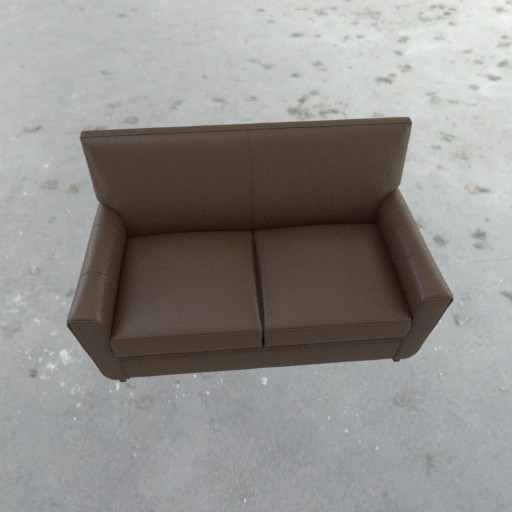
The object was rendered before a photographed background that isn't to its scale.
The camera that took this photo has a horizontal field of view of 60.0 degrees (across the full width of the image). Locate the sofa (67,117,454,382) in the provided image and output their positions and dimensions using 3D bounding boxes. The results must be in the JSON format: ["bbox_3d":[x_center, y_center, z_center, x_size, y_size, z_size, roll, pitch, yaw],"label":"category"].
[{"bbox_3d":[0.000,0.000,2.020,1.468,0.859,0.853,-3,48,-3],"label":"sofa"}]
